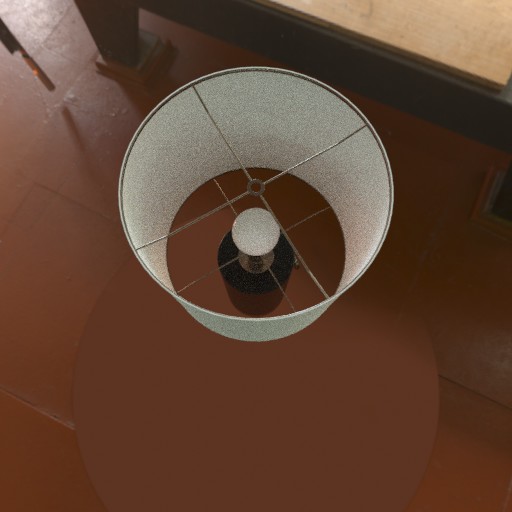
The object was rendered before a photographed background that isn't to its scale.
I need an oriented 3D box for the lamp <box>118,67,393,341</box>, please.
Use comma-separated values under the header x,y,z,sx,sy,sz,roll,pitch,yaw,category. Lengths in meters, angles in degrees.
x,y,z,sx,sy,sz,roll,pitch,yaw,category
0.000,0.000,0.621,0.240,0.482,0.241,-30,77,-8,lamp
